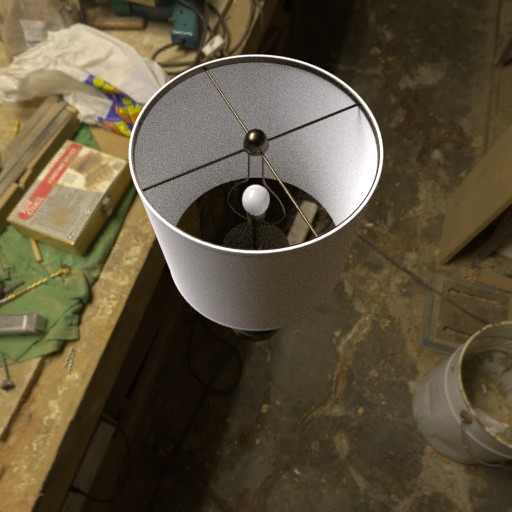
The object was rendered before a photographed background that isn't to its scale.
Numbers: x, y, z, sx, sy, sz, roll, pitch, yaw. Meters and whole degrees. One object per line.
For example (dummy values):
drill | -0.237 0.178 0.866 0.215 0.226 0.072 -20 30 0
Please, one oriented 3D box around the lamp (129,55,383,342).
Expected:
lamp | 0.000 0.000 0.795 0.301 0.630 0.301 16 64 8
